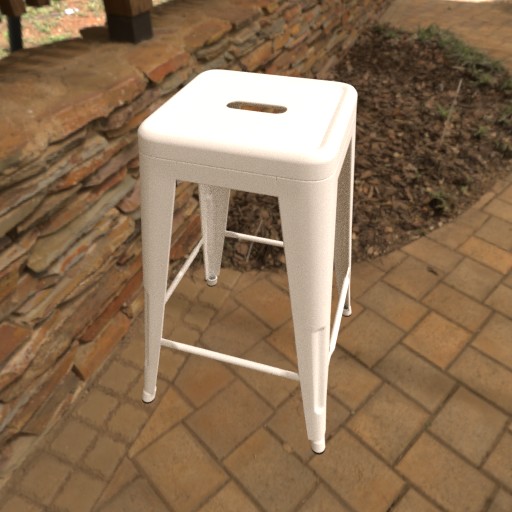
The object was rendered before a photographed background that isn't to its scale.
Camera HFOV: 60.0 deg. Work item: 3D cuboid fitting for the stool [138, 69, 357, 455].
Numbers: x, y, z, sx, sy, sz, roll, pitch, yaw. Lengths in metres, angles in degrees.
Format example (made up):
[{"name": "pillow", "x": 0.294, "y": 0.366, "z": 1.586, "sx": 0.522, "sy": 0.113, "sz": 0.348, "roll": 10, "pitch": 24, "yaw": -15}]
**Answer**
[{"name": "stool", "x": 0.000, "y": 0.000, "z": 0.870, "sx": 0.406, "sy": 0.610, "sz": 0.406, "roll": 11, "pitch": 42, "yaw": 13}]
